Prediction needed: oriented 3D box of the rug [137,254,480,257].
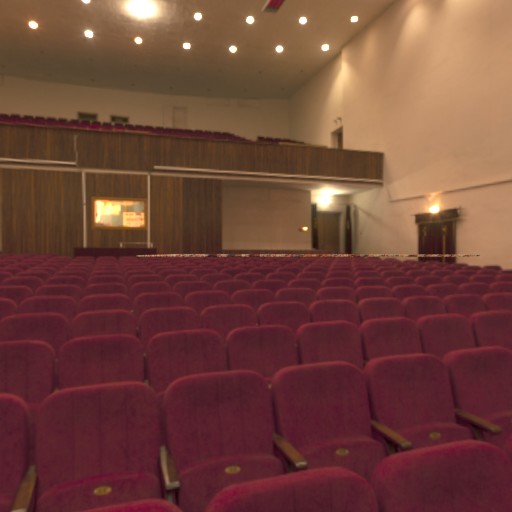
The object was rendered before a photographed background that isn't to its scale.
[{"bbox_3d":[0.000,0.000,3.195,1.523,0.010,2.584,0,0,-18],"label":"rug"}]
